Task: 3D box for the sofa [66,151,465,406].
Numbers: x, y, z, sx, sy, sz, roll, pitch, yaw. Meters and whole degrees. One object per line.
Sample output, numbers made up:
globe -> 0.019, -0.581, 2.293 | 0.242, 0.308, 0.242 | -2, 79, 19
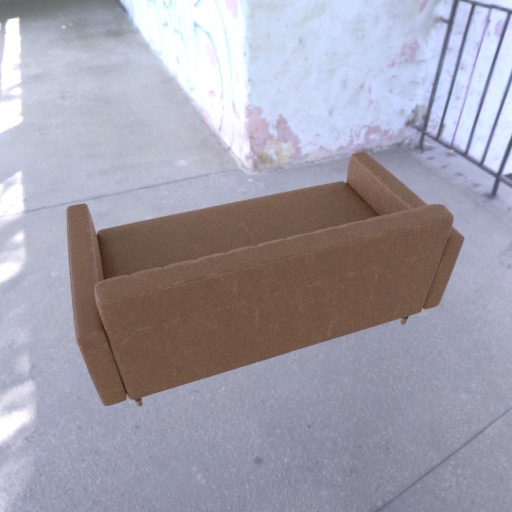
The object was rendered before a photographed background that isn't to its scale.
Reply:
sofa -> 0.000, 0.000, 2.419 | 1.847, 0.821, 0.993 | -13, 42, -15
